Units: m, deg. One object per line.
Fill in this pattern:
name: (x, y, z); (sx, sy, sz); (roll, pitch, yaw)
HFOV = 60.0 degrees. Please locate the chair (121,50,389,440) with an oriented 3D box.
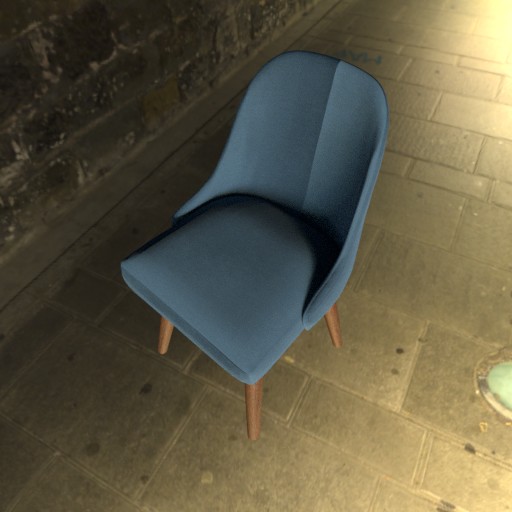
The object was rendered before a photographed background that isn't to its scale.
chair: (0.000, 0.000, 1.210); (0.503, 0.882, 0.589); (35, 57, 27)
